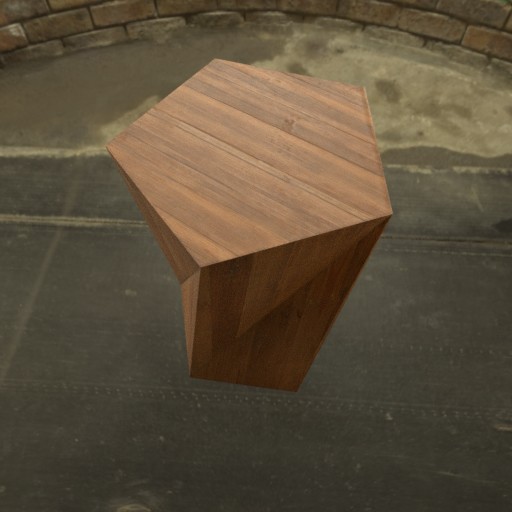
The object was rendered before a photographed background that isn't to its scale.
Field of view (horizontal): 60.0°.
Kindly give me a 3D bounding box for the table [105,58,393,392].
[{"bbox_3d":[0.000,0.000,0.902,0.441,0.604,0.425,-30,62,-18],"label":"table"}]
